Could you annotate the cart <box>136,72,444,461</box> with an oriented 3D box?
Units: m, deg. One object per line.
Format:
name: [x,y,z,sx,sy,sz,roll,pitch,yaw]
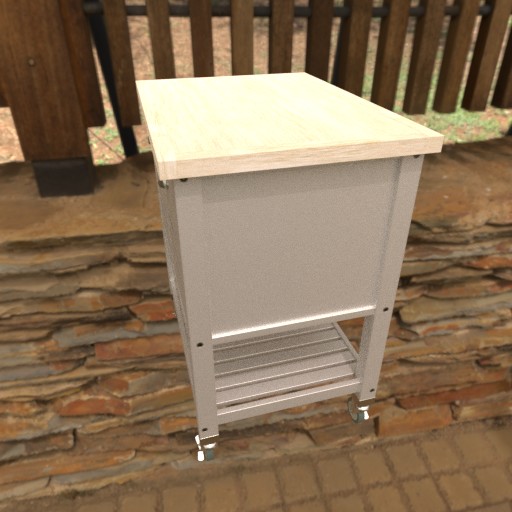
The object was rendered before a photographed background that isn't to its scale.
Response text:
cart: [0.000,0.000,1.361,0.559,0.914,0.762,-8,32,-13]
